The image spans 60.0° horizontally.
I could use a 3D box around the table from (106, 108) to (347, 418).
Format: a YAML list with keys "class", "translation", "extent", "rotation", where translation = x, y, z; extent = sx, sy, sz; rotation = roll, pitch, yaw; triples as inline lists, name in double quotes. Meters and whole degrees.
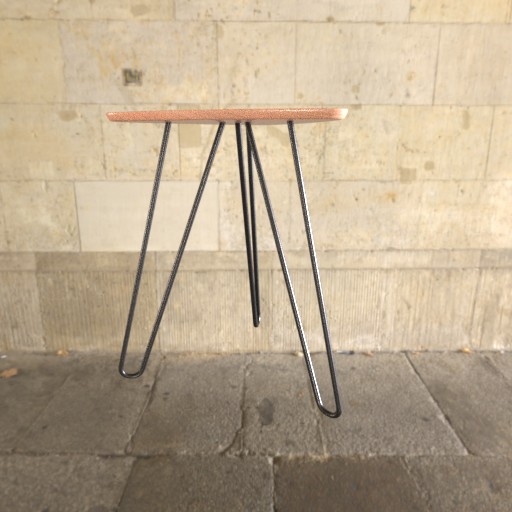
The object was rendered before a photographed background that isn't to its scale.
- class: "table"
  translation: [0.000, 0.000, 0.917]
  extent: [0.442, 0.564, 0.455]
  rotation: [-14, 21, -43]
